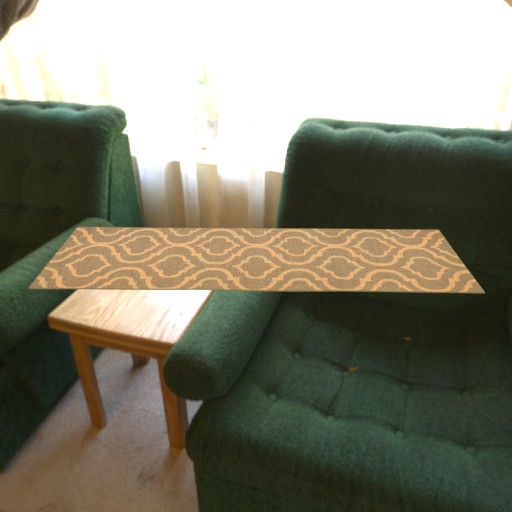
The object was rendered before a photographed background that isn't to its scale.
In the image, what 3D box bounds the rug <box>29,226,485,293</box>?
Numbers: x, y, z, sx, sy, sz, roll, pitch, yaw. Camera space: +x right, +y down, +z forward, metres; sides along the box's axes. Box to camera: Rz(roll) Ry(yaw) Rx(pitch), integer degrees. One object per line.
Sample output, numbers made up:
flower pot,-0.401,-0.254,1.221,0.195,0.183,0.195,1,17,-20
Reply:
rug,0.000,0.000,2.496,2.275,0.009,0.684,1,31,1
